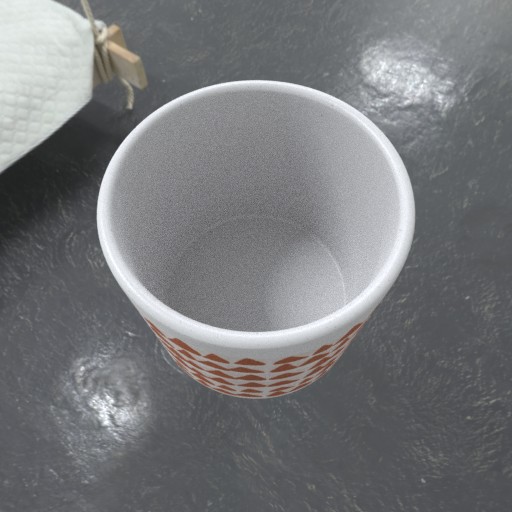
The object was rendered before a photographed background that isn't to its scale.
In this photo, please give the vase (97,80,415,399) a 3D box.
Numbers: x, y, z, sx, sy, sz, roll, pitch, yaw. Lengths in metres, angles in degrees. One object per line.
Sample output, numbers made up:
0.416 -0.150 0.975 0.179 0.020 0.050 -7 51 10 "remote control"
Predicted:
0.000 0.000 0.247 0.137 0.127 0.137 0 64 0 "vase"
